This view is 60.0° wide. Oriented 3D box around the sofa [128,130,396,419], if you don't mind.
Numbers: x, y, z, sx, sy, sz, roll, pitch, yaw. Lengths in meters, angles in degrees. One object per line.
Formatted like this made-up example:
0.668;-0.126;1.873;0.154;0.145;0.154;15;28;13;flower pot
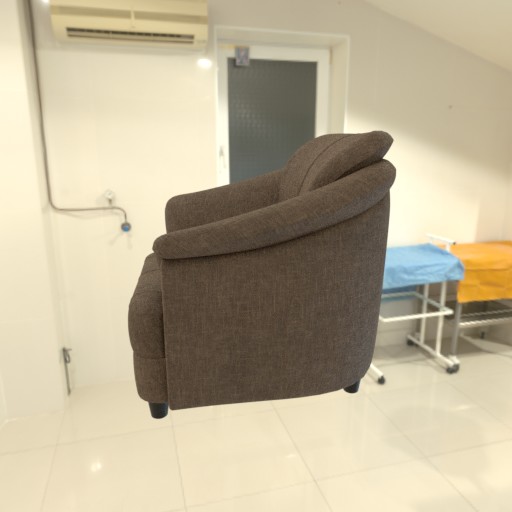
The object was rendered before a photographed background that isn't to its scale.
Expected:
0.000;0.000;1.503;0.794;0.811;0.870;-2;14;-8;sofa
